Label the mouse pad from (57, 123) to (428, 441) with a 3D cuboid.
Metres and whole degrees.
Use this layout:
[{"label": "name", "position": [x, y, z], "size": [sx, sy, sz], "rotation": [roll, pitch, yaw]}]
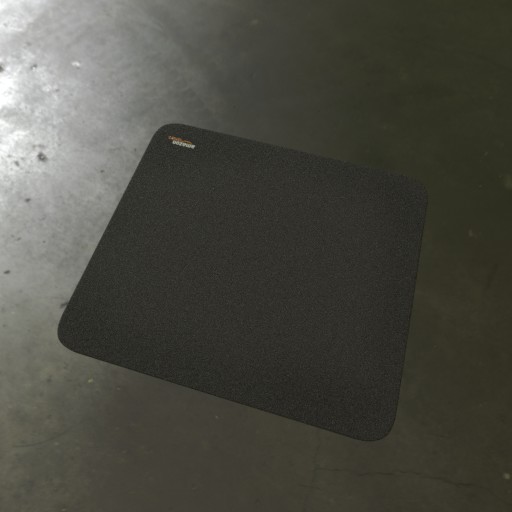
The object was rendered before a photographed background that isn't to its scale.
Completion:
[{"label": "mouse pad", "position": [0.000, 0.000, 0.323], "size": [0.229, 0.003, 0.203], "rotation": [15, 65, 7]}]
